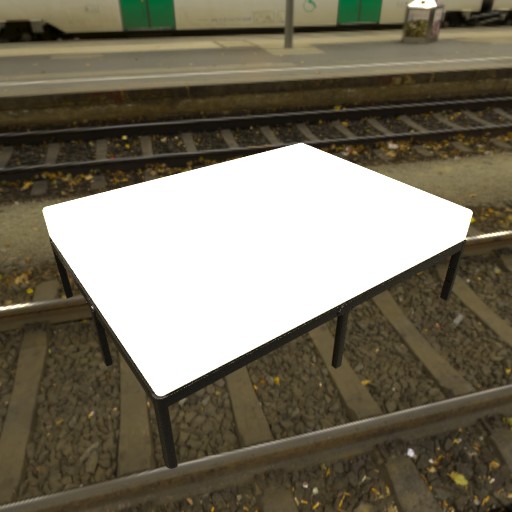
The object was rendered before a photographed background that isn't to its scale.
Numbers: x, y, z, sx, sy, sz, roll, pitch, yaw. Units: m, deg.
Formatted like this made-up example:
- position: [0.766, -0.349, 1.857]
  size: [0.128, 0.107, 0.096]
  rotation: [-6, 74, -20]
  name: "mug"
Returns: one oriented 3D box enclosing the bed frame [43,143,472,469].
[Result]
- position: [0.000, 0.000, 2.783]
  size: [2.072, 0.659, 1.557]
  rotation: [-21, 38, -30]
  name: "bed frame"
